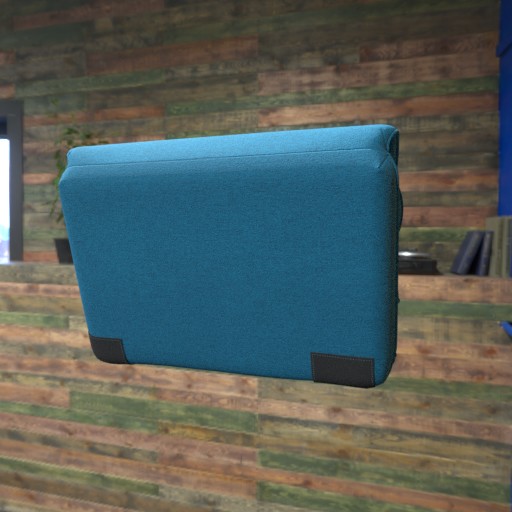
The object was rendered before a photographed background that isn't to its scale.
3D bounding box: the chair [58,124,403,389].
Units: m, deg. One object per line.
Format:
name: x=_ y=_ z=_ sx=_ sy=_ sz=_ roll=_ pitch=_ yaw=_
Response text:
chair: x=0.000 y=0.000 z=1.314 sx=0.820 sy=0.580 sz=0.780 roll=1 pitch=2 yaw=17
